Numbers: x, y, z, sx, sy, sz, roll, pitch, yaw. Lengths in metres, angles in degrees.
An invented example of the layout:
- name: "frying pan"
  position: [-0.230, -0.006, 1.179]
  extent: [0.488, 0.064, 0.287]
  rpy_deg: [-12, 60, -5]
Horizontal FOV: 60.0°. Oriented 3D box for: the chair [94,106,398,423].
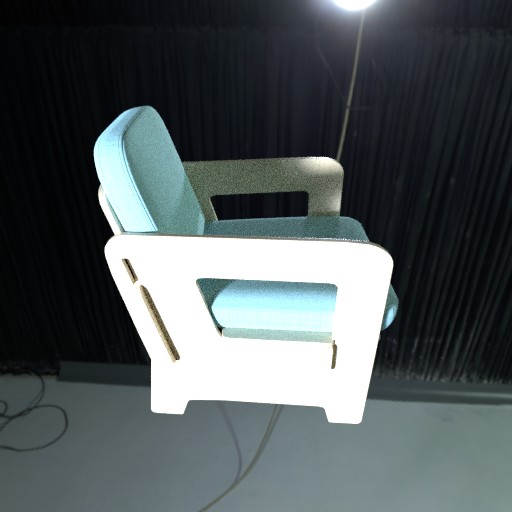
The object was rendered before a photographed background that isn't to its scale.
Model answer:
- name: "chair"
  position: [0.000, 0.000, 1.290]
  extent: [0.710, 0.800, 0.590]
  rpy_deg: [-1, 31, -1]
